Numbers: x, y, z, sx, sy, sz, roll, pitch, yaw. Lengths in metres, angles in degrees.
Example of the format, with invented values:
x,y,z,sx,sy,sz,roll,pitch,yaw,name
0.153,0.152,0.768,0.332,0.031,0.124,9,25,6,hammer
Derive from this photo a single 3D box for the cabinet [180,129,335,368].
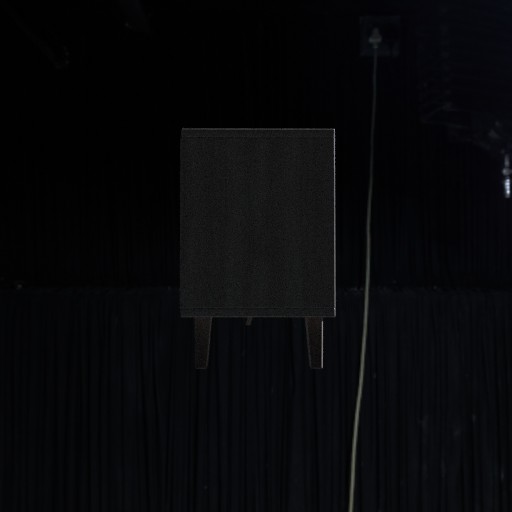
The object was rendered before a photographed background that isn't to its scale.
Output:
x,y,z,sx,sy,sz,roll,pitch,yaw,name
0.000,0.000,2.525,0.499,0.779,2.198,0,-1,0,cabinet
